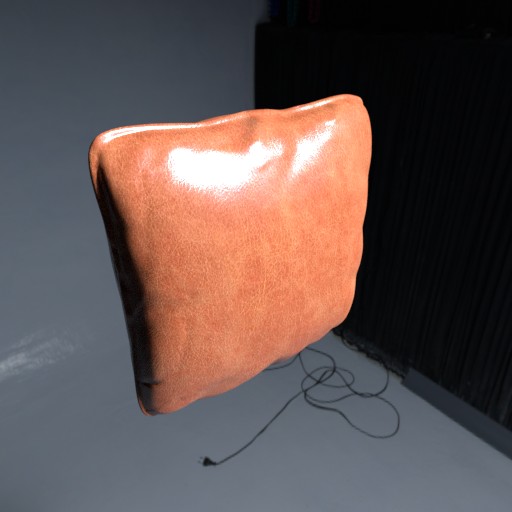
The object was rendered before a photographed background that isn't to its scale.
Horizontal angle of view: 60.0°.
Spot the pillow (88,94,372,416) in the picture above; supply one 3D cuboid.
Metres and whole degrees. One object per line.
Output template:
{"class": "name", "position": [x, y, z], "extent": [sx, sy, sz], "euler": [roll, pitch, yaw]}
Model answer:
{"class": "pillow", "position": [0.000, 0.000, 0.813], "extent": [0.532, 0.523, 0.236], "euler": [-20, 35, -32]}
